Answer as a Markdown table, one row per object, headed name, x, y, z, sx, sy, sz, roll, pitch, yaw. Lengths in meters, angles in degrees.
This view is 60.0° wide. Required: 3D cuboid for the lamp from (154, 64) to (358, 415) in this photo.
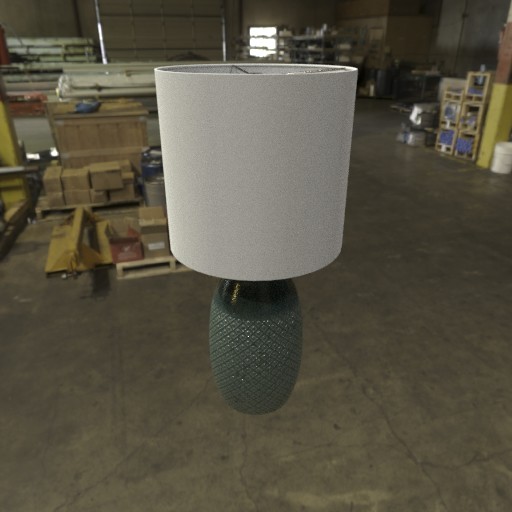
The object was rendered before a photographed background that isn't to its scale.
| name | x | y | z | sx | sy | sz | roll | pitch | yaw |
| --- | --- | --- | --- | --- | --- | --- | --- | --- | --- |
| lamp | 0.000 | 0.000 | 0.579 | 0.217 | 0.453 | 0.217 | -7 | 27 | -15 |
